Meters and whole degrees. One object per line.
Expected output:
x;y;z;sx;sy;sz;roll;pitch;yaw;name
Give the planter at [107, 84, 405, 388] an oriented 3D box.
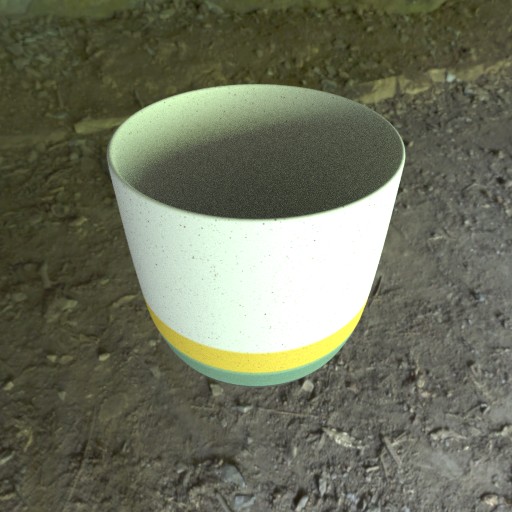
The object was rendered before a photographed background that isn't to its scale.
0.000;0.000;0.367;0.195;0.214;0.195;0;41;0;planter
